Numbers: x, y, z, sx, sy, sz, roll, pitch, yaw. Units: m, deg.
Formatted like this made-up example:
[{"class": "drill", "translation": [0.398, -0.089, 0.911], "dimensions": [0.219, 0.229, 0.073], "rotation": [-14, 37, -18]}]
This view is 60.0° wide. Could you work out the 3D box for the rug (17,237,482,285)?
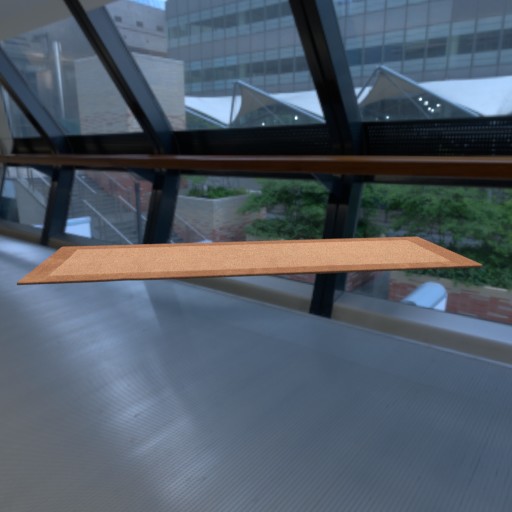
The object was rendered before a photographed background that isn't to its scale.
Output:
[{"class": "rug", "translation": [0.000, 0.000, 2.663], "dimensions": [2.439, 0.017, 0.764], "rotation": [-2, 15, -7]}]
